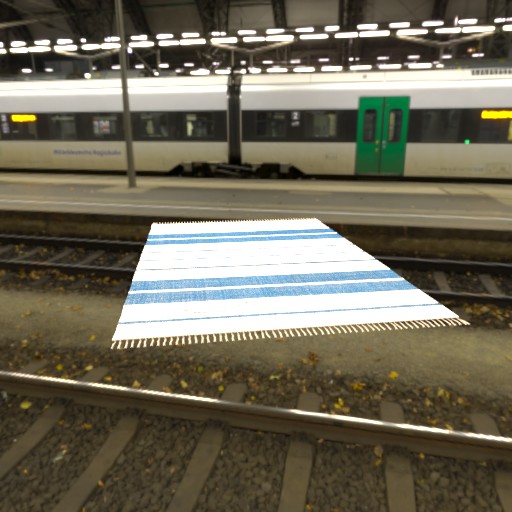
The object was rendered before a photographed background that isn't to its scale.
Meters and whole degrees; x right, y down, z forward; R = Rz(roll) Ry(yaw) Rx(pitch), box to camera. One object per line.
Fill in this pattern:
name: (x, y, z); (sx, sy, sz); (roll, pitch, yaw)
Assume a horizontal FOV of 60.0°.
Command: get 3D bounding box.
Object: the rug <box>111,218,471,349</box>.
rug: (0.000, 0.000, 2.990); (1.532, 0.010, 2.441); (-2, 16, -8)
